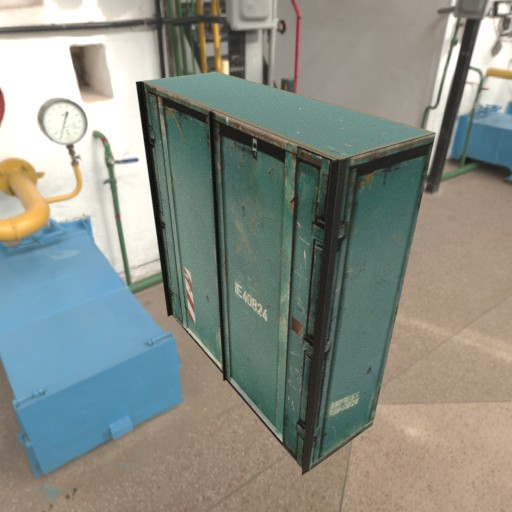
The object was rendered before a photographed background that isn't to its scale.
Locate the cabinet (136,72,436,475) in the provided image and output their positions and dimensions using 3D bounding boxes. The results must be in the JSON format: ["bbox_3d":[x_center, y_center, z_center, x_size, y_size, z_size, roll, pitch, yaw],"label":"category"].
[{"bbox_3d":[0.000,0.000,3.208,0.680,2.160,2.000,-21,38,-30],"label":"cabinet"}]
